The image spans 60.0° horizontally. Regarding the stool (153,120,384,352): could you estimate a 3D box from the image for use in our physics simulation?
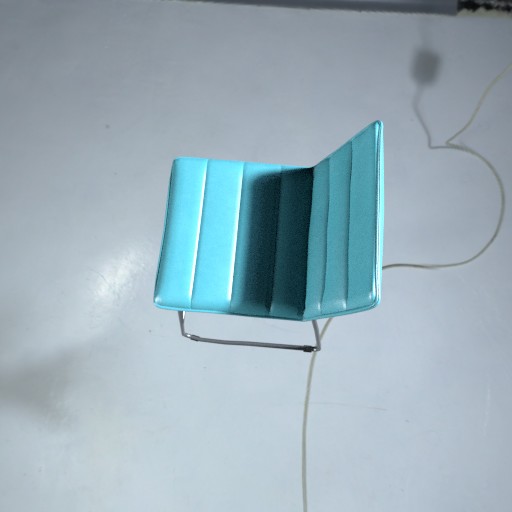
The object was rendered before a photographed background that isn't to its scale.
[{"bbox_3d":[0.000,0.000,1.301,0.524,0.936,0.489,5,76,1],"label":"stool"}]
